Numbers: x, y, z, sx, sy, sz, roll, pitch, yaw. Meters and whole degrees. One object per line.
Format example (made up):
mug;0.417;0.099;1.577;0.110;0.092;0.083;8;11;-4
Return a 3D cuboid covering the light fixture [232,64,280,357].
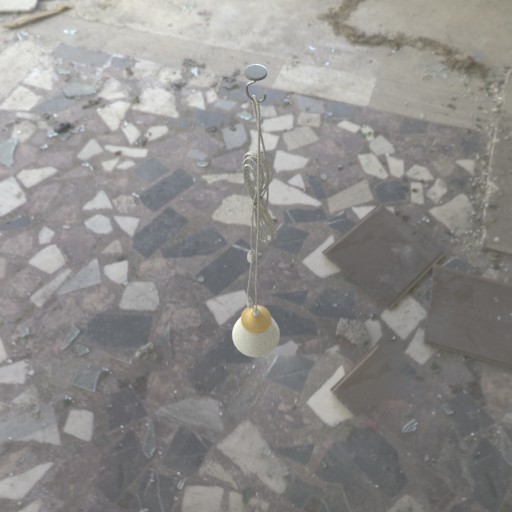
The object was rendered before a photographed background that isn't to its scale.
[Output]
light fixture;0.000;0.000;1.019;0.153;0.966;0.153;-31;63;-18
